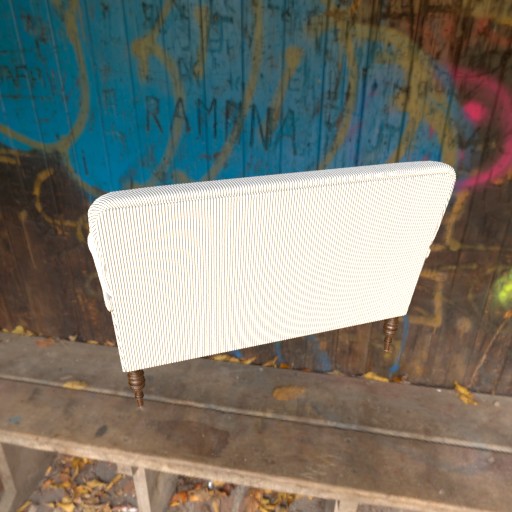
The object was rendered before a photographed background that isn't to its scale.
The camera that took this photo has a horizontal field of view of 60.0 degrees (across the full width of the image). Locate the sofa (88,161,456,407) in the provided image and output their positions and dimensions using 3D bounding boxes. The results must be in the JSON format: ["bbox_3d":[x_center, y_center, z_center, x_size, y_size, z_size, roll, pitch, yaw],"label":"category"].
[{"bbox_3d":[0.000,0.000,1.843,1.297,0.889,0.779,-8,29,-16],"label":"sofa"}]
